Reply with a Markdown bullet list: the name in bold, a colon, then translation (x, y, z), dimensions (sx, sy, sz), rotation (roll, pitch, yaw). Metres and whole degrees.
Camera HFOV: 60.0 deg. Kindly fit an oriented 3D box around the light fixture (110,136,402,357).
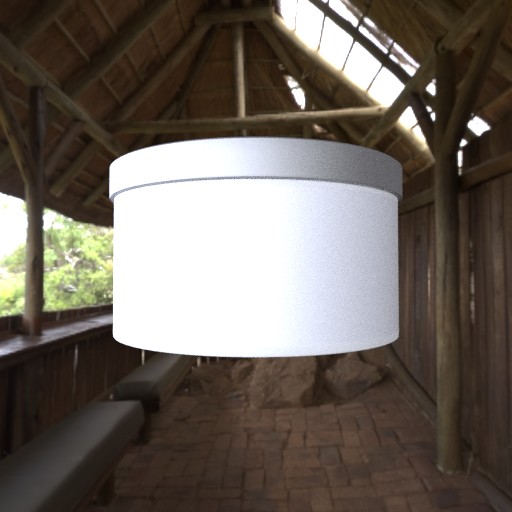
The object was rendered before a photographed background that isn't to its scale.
- **light fixture**: translation (0.000, 0.000, 0.625), dimensions (0.393, 0.229, 0.393), rotation (0, -1, 0)
